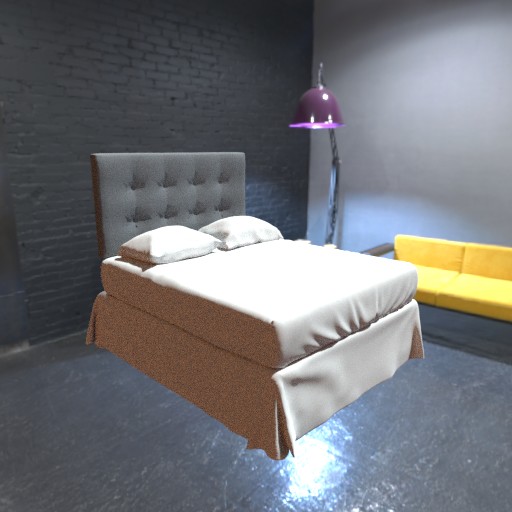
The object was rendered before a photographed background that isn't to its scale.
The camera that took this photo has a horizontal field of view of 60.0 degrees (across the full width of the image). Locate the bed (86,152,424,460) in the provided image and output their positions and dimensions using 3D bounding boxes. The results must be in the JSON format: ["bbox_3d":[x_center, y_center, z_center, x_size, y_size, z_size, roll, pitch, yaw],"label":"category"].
[{"bbox_3d":[0.000,0.000,3.500,2.222,1.577,1.936,13,19,43],"label":"bed"}]
